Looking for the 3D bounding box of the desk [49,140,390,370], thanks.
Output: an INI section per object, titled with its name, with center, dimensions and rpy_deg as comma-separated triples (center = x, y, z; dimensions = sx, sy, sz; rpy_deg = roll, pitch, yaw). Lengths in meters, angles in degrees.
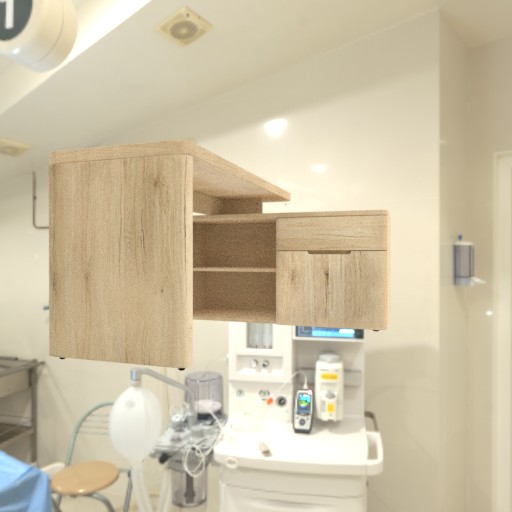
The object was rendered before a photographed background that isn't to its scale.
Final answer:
[desk]
center = 0.000, 0.000, 2.106
dimensions = 1.175, 0.770, 1.400
rpy_deg = 0, 0, 19
